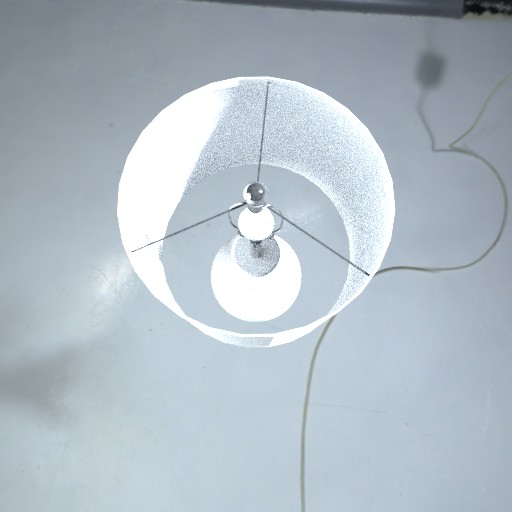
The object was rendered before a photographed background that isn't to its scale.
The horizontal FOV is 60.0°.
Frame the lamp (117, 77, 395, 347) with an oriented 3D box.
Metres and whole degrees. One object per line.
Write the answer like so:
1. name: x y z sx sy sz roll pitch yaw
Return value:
1. lamp: 0.000 0.000 0.870 0.357 0.673 0.357 5 76 1
